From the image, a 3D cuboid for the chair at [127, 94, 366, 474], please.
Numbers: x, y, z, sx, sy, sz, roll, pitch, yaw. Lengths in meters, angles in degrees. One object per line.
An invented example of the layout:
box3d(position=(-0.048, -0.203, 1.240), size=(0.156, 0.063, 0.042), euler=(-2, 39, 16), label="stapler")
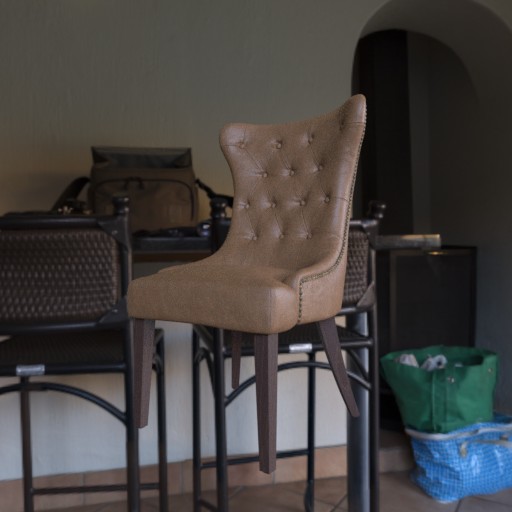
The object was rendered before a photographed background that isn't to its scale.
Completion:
box3d(position=(0.000, 0.000, 1.458), size=(0.611, 1.065, 0.669), euler=(0, 0, 36), label="chair")
